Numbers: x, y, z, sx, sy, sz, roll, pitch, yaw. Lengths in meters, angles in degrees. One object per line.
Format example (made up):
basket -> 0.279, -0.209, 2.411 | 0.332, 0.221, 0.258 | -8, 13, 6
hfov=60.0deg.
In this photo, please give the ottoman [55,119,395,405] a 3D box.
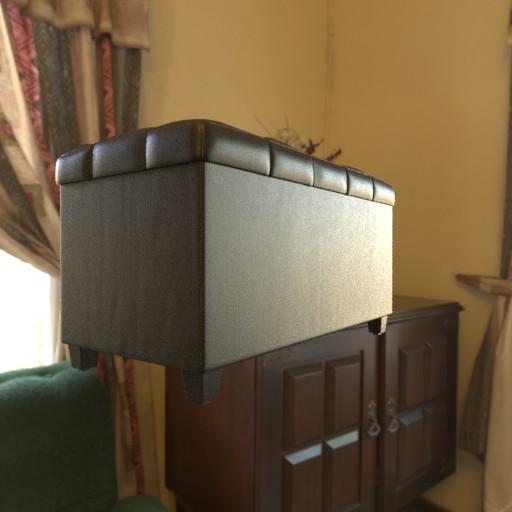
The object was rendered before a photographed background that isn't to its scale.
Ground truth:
ottoman -> 0.000, 0.000, 1.118 | 0.432, 0.470, 0.838 | 0, 1, 37
